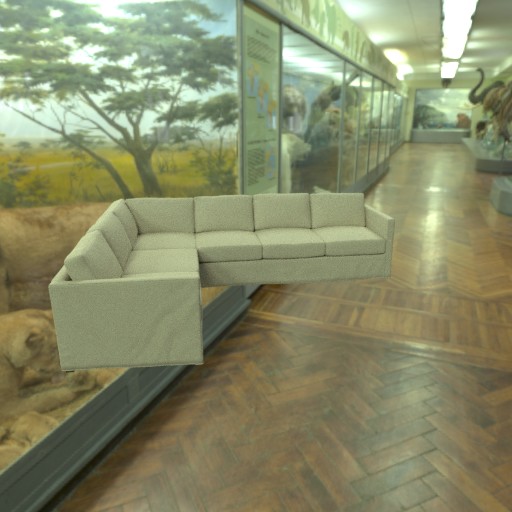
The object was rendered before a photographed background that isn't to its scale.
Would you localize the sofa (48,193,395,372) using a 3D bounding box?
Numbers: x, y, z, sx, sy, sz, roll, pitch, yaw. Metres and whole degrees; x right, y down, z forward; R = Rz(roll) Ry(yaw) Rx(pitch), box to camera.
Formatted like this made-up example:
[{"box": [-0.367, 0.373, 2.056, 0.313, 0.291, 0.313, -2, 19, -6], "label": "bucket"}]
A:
[{"box": [0.000, 0.000, 4.385, 3.182, 0.871, 2.432, -3, 18, -8], "label": "sofa"}]
